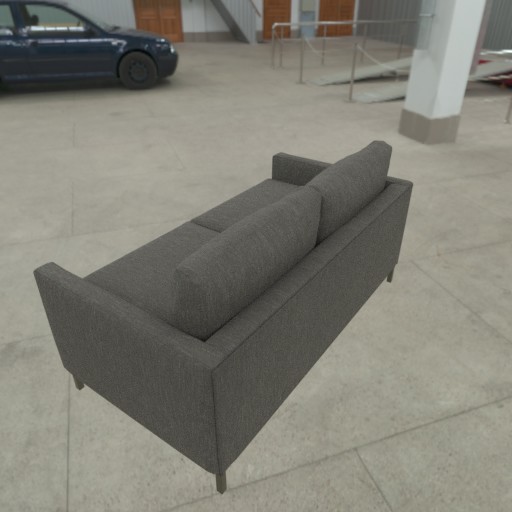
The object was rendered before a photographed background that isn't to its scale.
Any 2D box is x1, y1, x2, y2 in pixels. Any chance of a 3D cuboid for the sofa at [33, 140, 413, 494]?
[{"bbox_3d":[0.000,0.000,2.076,0.875,0.840,1.682,20,37,30],"label":"sofa"}]
